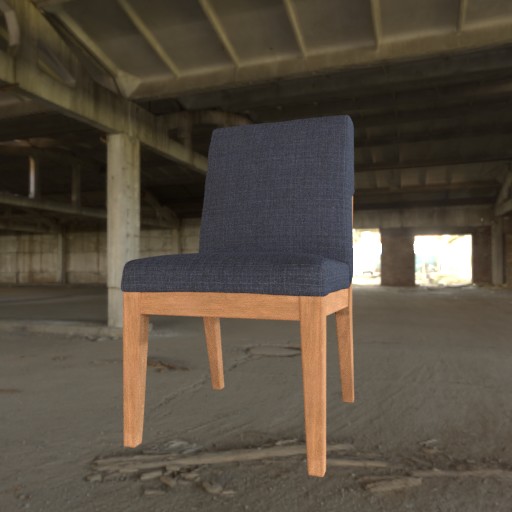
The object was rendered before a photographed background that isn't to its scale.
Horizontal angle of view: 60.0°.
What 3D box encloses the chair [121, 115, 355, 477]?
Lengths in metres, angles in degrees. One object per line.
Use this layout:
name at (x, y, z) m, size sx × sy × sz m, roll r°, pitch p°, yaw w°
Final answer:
chair at (0.000, 0.000, 1.244) m, size 0.507 × 0.911 × 0.586 m, roll 0°, pitch -1°, yaw 19°
